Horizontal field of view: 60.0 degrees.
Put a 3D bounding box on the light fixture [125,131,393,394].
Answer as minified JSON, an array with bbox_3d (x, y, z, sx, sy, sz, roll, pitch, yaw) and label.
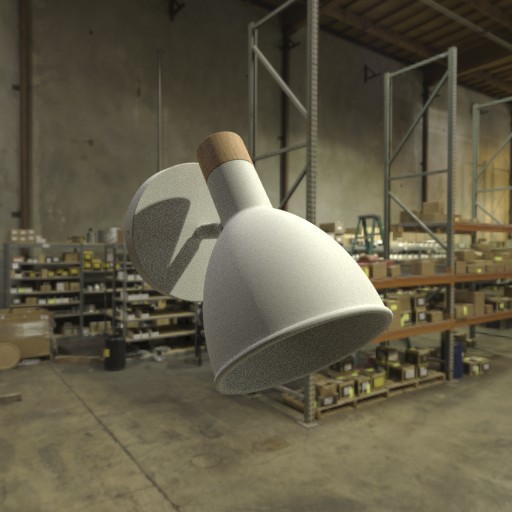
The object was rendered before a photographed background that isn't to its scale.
[{"bbox_3d":[0.000,0.000,0.331,0.127,0.199,0.209,-1,2,-36],"label":"light fixture"}]
